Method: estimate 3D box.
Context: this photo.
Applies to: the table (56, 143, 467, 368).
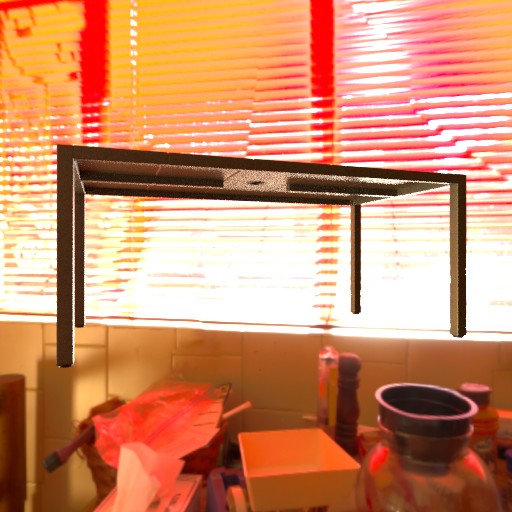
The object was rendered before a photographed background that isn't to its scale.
[{"bbox_3d":[0.000,0.000,2.142,1.680,0.735,0.914,0,0,-19],"label":"table"}]
